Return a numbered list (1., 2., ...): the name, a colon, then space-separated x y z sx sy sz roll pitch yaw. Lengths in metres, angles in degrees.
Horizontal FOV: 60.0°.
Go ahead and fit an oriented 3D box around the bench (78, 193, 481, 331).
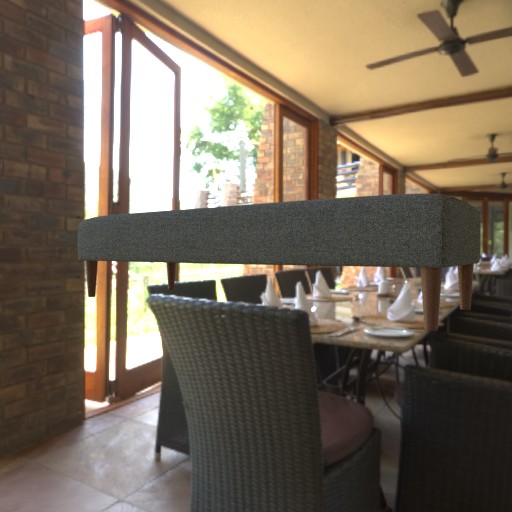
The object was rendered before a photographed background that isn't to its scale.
1. bench: 0.000 0.000 1.829 1.598 0.384 0.631 0 1 35
